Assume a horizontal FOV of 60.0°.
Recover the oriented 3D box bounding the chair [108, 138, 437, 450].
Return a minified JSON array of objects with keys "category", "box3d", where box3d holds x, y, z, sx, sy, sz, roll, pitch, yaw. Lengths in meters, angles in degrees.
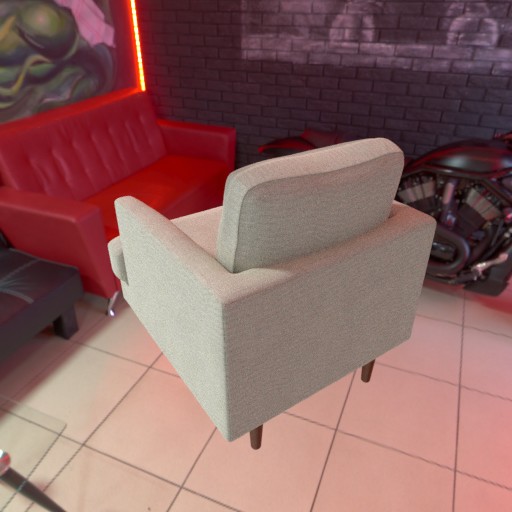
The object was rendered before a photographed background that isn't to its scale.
[{"category":"chair","box3d":[0.000,0.000,1.655,0.858,0.957,0.899,-19,36,-29]}]
